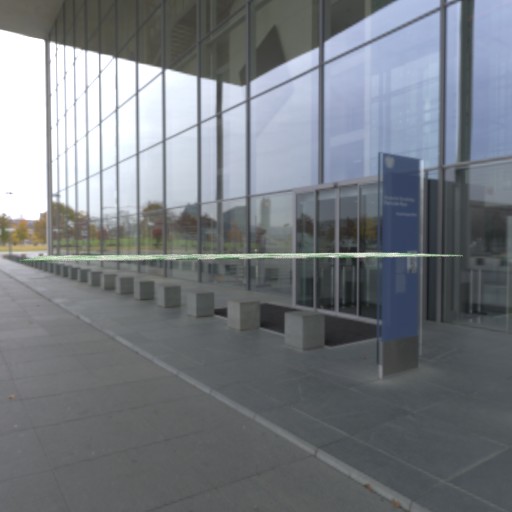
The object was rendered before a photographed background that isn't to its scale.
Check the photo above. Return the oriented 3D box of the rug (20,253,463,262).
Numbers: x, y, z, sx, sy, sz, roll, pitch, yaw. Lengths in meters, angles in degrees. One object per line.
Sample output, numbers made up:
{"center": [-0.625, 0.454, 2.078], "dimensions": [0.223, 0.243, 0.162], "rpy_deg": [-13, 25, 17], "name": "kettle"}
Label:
{"center": [0.000, 0.000, 2.683], "dimensions": [2.438, 0.006, 0.761], "rpy_deg": [-1, 2, -19], "name": "rug"}
